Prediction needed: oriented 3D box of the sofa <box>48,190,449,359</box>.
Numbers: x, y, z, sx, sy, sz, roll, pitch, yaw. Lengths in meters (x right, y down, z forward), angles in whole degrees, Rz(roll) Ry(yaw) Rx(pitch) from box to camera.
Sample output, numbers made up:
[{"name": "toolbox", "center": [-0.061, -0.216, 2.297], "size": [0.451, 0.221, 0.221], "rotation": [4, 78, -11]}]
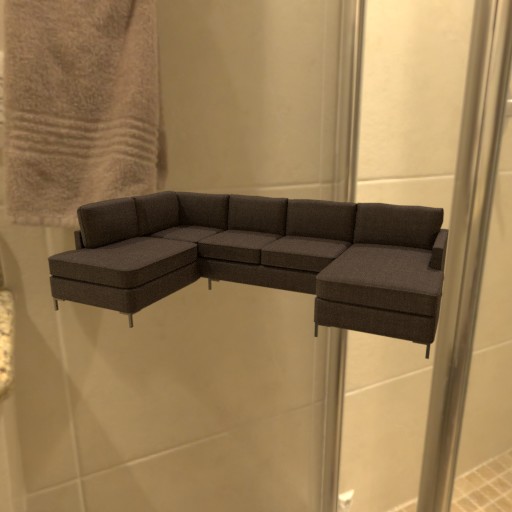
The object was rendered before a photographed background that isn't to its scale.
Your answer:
[{"name": "sofa", "center": [0.000, 0.000, 4.348], "size": [3.423, 0.999, 2.048], "rotation": [7, 17, 25]}]
